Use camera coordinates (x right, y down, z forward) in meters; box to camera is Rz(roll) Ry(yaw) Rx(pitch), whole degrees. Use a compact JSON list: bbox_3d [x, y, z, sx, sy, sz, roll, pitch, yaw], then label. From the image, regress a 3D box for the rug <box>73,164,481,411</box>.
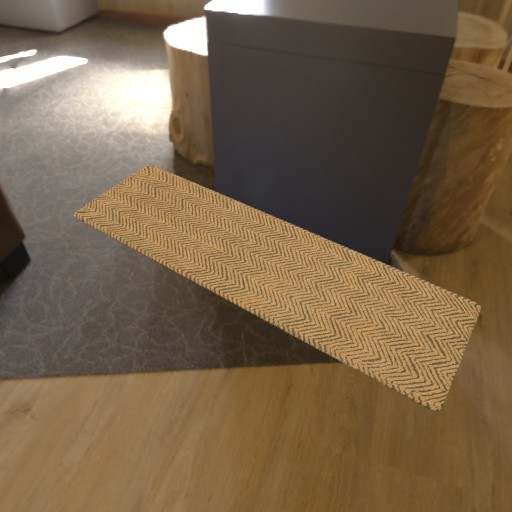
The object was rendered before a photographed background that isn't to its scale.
[{"bbox_3d":[0.000,0.000,2.481,2.286,0.008,0.686,25,50,23],"label":"rug"}]
